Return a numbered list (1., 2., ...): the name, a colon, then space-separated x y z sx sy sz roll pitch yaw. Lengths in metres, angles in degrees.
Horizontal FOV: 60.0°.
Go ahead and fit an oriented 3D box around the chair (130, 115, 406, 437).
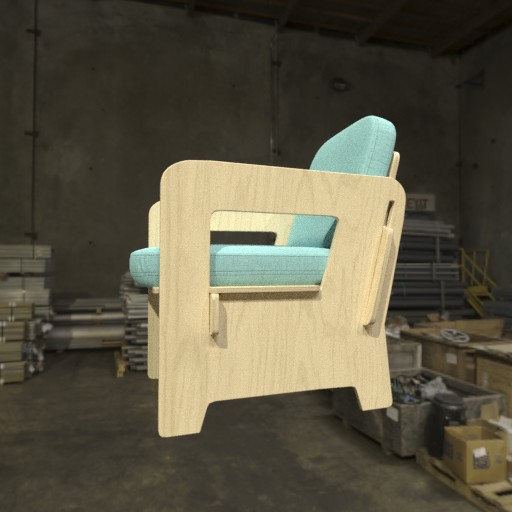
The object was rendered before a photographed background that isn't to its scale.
1. chair: 0.000 0.000 1.296 0.710 0.800 0.590 0 -2 -16
